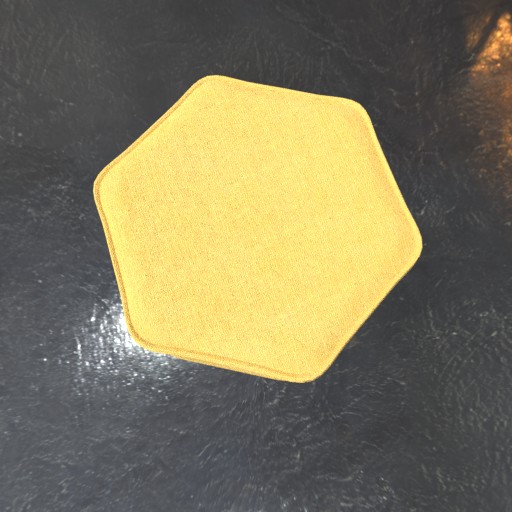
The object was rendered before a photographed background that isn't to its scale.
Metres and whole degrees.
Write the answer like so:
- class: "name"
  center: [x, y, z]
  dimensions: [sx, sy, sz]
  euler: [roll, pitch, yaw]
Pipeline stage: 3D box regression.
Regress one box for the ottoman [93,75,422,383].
- class: "ottoman"
  center: [0.000, 0.000, 0.873]
  dimensions: [0.443, 0.502, 0.494]
  euler: [-18, 76, -4]
